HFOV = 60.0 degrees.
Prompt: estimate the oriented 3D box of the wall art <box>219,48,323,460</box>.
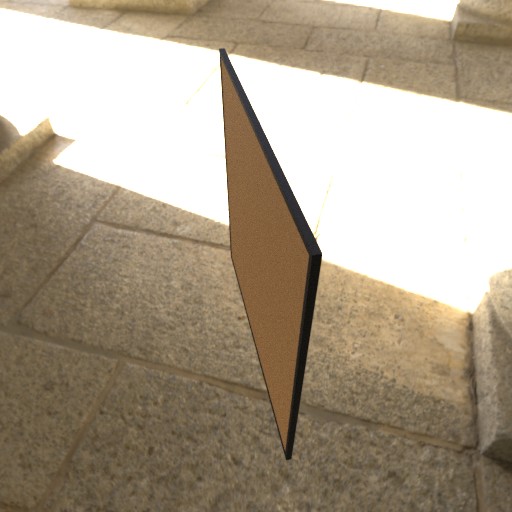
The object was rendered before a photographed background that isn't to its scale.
[{"bbox_3d":[0.000,0.000,0.998,0.015,0.663,0.664,-9,46,-9],"label":"wall art"}]
